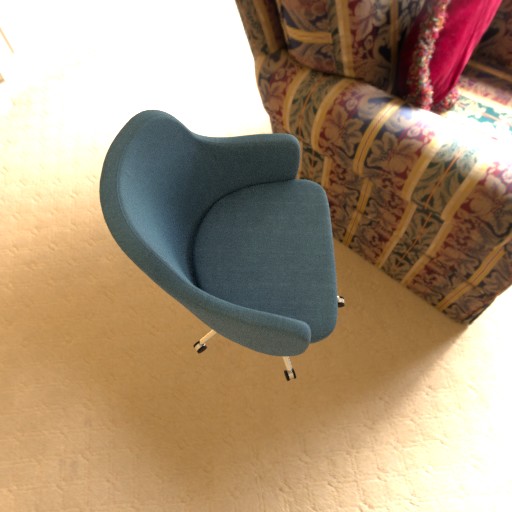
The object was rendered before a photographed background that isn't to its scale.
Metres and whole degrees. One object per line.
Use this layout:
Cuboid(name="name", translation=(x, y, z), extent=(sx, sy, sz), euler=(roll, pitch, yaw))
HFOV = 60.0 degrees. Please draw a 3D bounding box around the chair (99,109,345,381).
Cuboid(name="chair", translation=(0.000, 0.000, 1.295), extent=(0.655, 0.820, 0.599), euler=(0, 64, 0))
